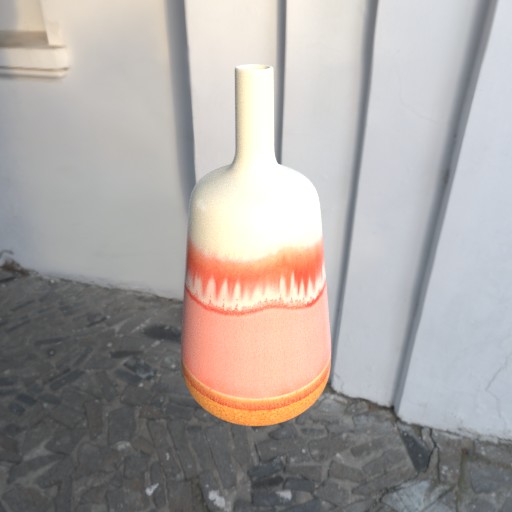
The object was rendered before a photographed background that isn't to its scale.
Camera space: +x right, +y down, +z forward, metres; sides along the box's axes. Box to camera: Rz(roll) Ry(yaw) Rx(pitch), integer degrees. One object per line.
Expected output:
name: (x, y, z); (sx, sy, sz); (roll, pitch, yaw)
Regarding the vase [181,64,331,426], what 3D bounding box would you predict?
vase: (0.000, 0.000, 0.374); (0.144, 0.296, 0.144); (0, 31, 0)
